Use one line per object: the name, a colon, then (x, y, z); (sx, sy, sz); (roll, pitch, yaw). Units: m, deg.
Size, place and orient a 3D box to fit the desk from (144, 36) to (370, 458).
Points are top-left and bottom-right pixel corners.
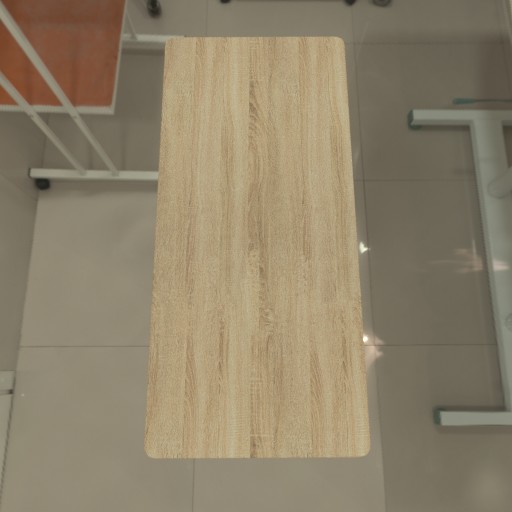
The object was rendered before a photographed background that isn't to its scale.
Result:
desk: (0.000, 0.000, 1.585); (0.550, 0.760, 1.200); (0, 76, 0)
